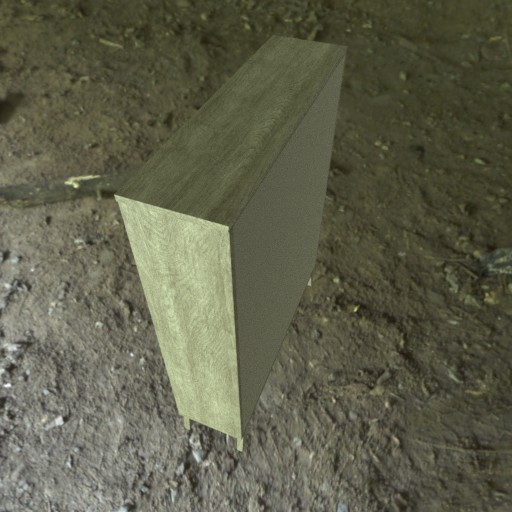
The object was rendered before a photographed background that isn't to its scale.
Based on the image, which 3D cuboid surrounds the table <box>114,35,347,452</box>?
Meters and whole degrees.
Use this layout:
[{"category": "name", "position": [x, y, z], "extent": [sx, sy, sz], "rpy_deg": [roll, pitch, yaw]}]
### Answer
[{"category": "table", "position": [0.000, 0.000, 1.550], "extent": [0.256, 1.135, 0.902], "rpy_deg": [16, 49, 15]}]
